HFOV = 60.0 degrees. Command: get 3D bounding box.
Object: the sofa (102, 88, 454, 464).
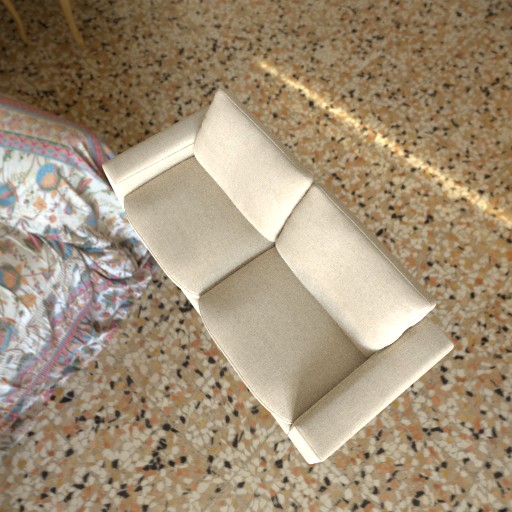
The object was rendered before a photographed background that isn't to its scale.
[{"bbox_3d":[0.000,0.000,2.812,1.040,0.922,2.299,-34,68,-15],"label":"sofa"}]
